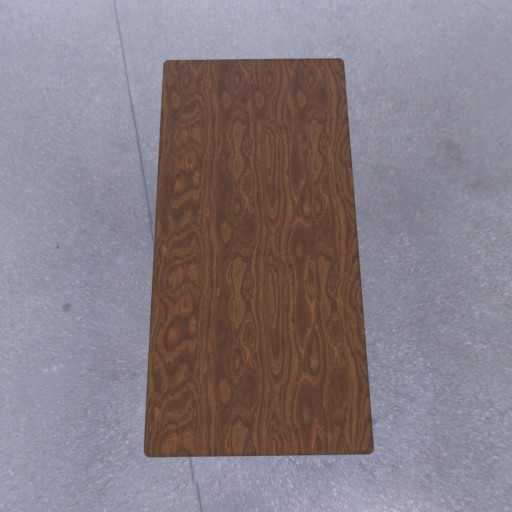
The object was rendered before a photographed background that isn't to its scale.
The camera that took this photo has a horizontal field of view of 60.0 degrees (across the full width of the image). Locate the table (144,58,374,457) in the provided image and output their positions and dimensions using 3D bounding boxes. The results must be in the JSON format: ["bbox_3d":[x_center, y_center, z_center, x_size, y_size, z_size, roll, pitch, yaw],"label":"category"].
[{"bbox_3d":[0.000,0.000,2.290,0.883,0.753,1.791,-1,74,0],"label":"table"}]
